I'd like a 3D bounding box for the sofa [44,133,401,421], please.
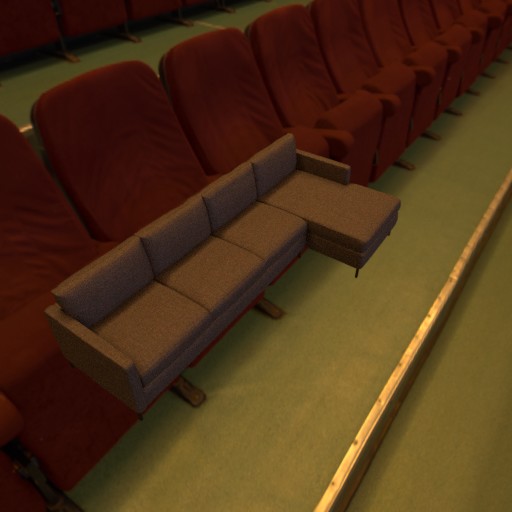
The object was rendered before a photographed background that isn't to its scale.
[{"bbox_3d":[0.000,0.000,3.935,1.483,0.892,3.221,25,46,26],"label":"sofa"}]
